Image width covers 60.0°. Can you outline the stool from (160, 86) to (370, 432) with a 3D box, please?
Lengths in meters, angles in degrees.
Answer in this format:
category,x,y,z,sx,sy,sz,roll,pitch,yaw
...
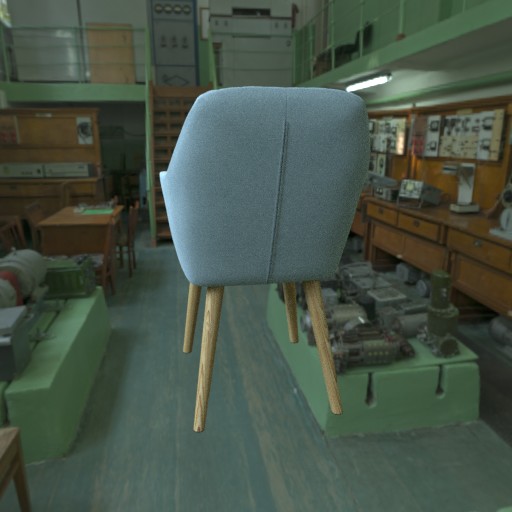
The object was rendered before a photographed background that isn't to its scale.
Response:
category,x,y,z,sx,sy,sz,roll,pitch,yaw
stool,0.000,0.000,1.237,0.503,0.830,0.590,-3,15,-11
